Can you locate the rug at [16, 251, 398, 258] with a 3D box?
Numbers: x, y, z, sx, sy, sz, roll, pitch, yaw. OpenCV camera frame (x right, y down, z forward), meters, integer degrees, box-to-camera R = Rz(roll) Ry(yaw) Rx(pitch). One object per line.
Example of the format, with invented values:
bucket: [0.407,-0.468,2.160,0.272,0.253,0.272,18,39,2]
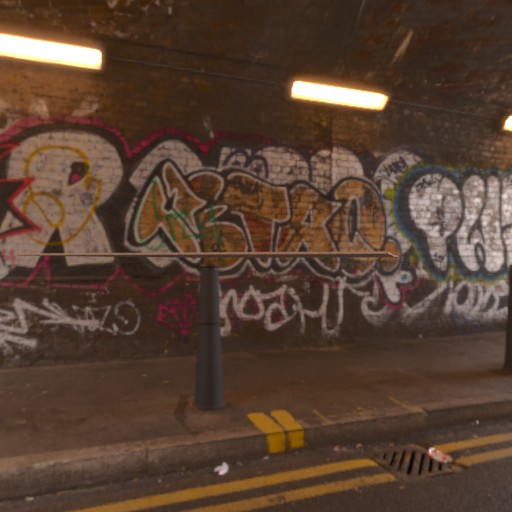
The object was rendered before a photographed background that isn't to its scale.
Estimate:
rug: [0.000,0.000,4.082,2.446,0.015,3.046,0,-1,19]
